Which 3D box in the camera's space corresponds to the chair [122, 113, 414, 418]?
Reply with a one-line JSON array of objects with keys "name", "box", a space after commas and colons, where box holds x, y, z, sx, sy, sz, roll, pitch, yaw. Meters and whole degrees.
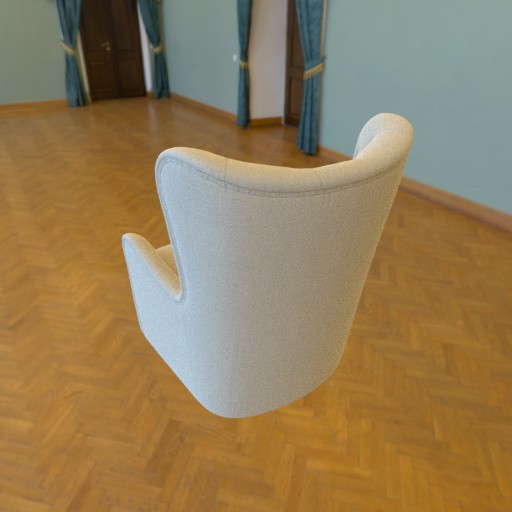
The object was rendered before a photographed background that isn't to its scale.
[{"name": "chair", "box": [0.000, 0.000, 1.733, 0.831, 1.079, 0.929, -18, 34, -28]}]
